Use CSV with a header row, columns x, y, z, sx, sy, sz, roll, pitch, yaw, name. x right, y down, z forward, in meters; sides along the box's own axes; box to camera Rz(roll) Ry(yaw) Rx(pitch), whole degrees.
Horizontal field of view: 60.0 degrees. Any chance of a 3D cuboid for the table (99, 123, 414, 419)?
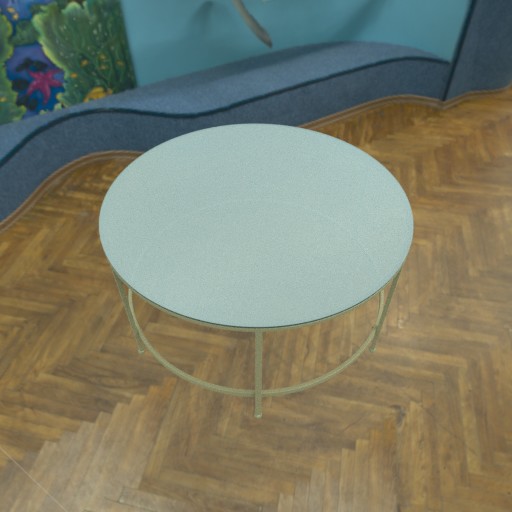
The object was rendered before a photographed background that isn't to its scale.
x,y,z,sx,sy,sz,roll,pitch,yaw,name
0.000,0.000,1.488,0.914,0.470,0.914,0,45,0,table
